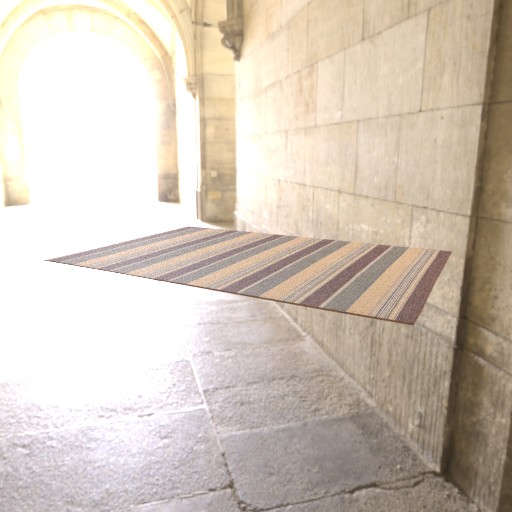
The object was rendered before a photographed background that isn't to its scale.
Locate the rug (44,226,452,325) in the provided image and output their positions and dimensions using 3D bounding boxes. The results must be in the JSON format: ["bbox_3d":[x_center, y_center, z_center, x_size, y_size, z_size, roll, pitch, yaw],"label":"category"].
[{"bbox_3d":[0.000,0.000,2.377,1.829,0.008,1.219,7,15,28],"label":"rug"}]
